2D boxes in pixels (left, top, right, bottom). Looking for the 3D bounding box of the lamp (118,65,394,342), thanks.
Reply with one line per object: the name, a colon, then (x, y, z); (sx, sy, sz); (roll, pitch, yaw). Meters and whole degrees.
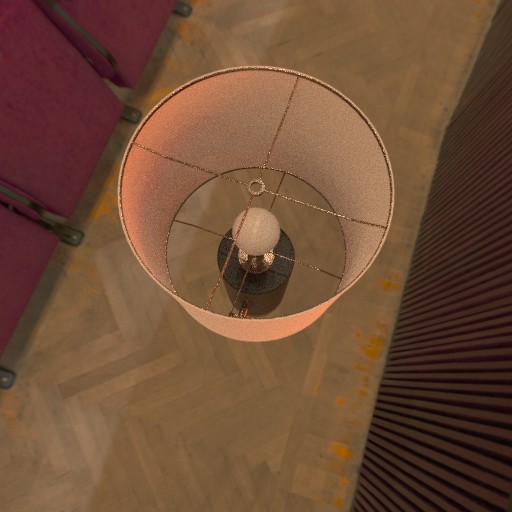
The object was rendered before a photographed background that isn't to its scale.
lamp: (0.000, 0.000, 0.619); (0.241, 0.482, 0.240); (19, 76, 5)
